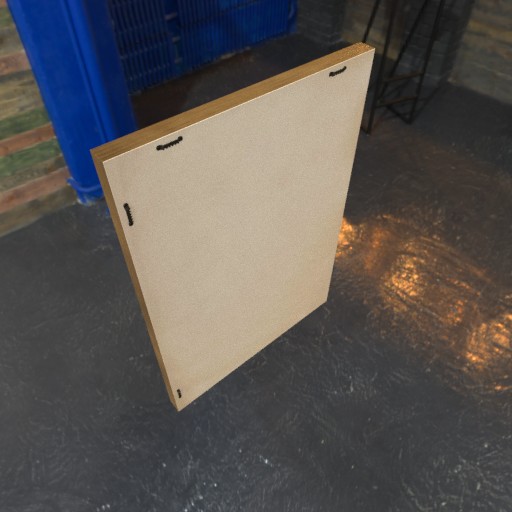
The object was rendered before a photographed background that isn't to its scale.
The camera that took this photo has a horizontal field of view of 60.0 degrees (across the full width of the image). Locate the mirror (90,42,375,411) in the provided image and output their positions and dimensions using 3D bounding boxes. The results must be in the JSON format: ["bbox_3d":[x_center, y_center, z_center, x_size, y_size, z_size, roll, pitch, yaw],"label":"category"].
[{"bbox_3d":[0.000,0.000,0.910,0.508,0.711,0.039,-32,55,-26],"label":"mirror"}]
